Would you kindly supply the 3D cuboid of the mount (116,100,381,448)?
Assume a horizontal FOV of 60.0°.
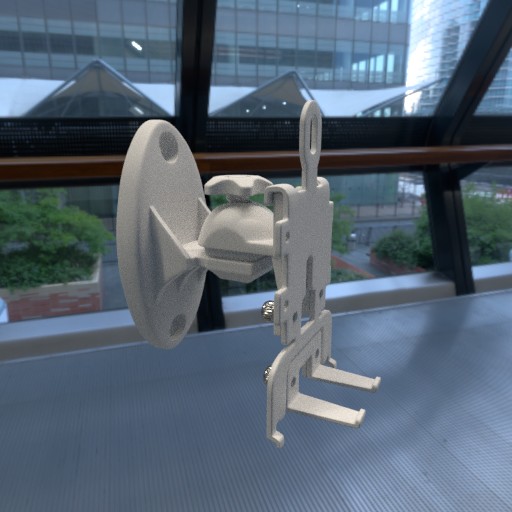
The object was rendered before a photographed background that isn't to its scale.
[{"bbox_3d":[0.000,0.000,0.180,0.100,0.118,0.066,7,16,26],"label":"mount"}]
